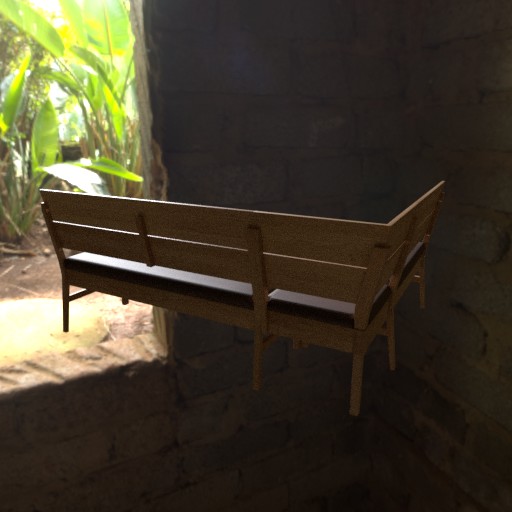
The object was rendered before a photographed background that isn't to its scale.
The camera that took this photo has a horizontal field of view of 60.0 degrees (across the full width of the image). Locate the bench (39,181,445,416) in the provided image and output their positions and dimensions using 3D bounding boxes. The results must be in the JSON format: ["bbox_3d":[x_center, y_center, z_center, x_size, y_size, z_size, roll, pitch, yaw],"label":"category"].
[{"bbox_3d":[0.000,0.000,2.797,1.975,0.890,1.549,9,18,27],"label":"bench"}]
